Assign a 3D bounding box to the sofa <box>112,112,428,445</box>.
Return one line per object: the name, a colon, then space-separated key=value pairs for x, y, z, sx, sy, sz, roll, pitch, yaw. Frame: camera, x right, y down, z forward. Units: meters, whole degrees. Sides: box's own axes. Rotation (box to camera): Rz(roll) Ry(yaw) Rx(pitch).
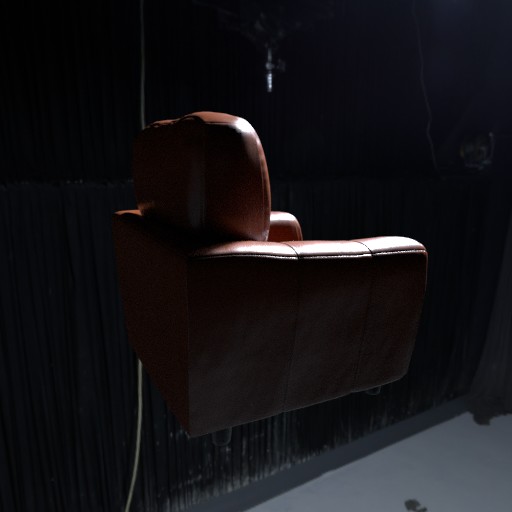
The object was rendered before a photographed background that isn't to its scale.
sofa: x=0.000 y=0.000 z=1.488 sx=0.789 sy=0.876 sz=0.836 roll=-7 pitch=14 yaw=-27
